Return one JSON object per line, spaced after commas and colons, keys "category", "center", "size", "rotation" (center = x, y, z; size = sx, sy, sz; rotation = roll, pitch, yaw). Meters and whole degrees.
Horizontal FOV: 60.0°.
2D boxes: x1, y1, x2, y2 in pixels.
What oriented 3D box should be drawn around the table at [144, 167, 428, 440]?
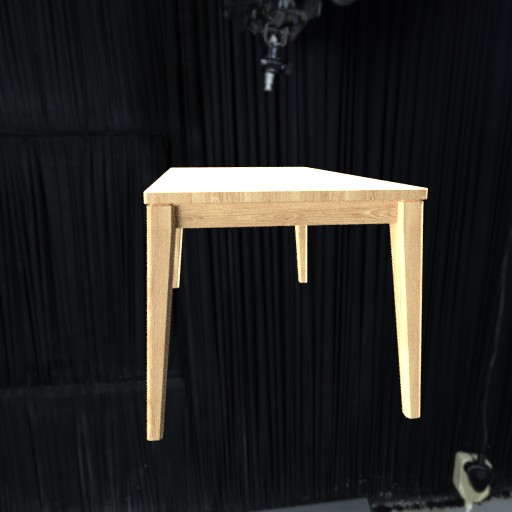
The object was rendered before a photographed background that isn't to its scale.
{"category": "table", "center": [0.000, 0.000, 2.108], "size": [0.900, 0.760, 1.600], "rotation": [-2, 14, -8]}
